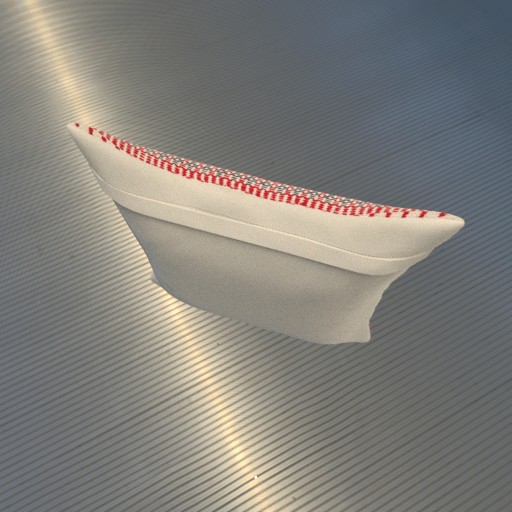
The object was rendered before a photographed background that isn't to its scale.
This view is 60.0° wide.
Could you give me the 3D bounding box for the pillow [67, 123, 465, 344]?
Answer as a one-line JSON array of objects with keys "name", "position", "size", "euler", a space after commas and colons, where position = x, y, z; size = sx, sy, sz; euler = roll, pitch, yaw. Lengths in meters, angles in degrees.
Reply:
[{"name": "pillow", "position": [0.000, 0.000, 0.698], "size": [0.463, 0.454, 0.160], "euler": [15, 64, 7]}]
